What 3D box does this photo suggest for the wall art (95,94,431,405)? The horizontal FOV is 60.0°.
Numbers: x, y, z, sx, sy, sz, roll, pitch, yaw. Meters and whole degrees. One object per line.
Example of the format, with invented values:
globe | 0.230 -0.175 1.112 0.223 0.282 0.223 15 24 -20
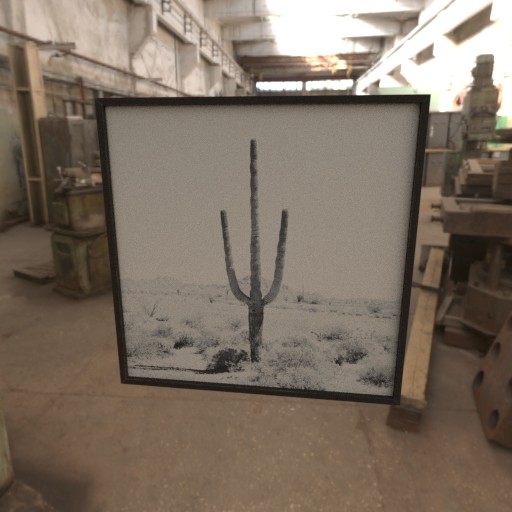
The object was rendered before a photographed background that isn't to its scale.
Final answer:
wall art | 0.000 0.000 0.751 0.508 0.508 0.038 2 16 8
